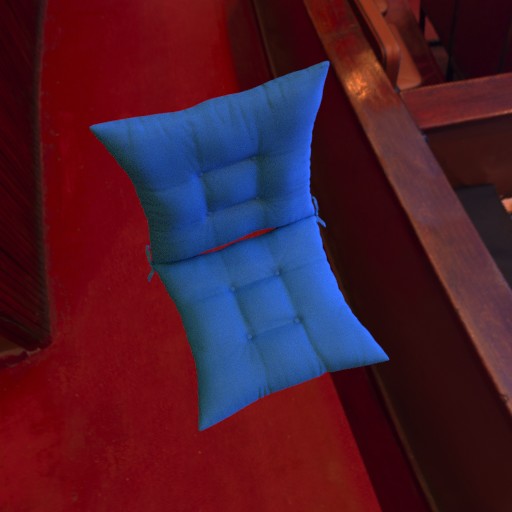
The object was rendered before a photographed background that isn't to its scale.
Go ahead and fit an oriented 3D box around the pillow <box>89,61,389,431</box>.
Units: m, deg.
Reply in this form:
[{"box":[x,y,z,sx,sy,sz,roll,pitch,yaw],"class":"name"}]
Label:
[{"box":[0.000,0.000,1.015,0.541,0.536,0.585,-18,65,-9],"class":"pillow"}]
